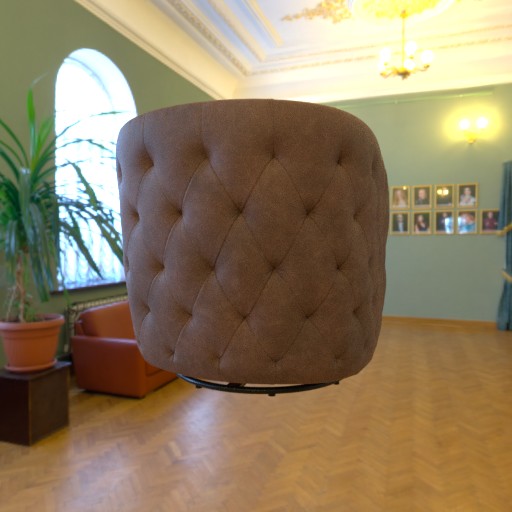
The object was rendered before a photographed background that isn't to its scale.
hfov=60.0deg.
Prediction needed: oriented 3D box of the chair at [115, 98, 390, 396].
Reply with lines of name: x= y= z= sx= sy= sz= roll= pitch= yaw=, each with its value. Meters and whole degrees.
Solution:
chair: x=0.000 y=0.000 z=1.503 sx=0.850 sy=0.790 sz=0.870 roll=1 pitch=2 yaw=18
